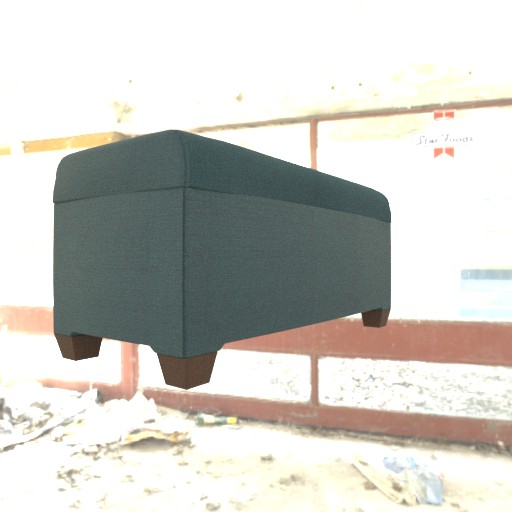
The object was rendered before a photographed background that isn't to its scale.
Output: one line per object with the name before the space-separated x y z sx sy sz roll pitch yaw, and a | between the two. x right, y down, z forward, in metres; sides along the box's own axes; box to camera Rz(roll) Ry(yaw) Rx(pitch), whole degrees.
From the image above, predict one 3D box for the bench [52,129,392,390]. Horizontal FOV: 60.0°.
bench | 0.000 0.000 1.267 0.476 0.474 0.995 0 0 37
